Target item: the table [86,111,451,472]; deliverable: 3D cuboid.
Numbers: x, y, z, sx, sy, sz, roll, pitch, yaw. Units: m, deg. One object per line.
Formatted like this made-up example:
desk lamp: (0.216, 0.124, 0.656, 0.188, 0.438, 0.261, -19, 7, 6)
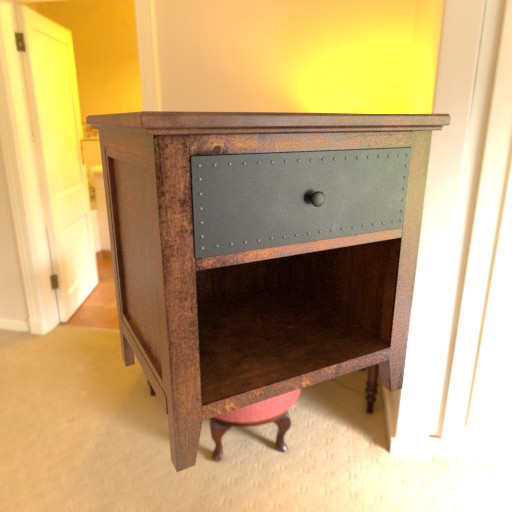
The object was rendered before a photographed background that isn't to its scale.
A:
table: (0.000, 0.000, 0.979, 0.586, 0.597, 0.461, -9, 19, -27)
